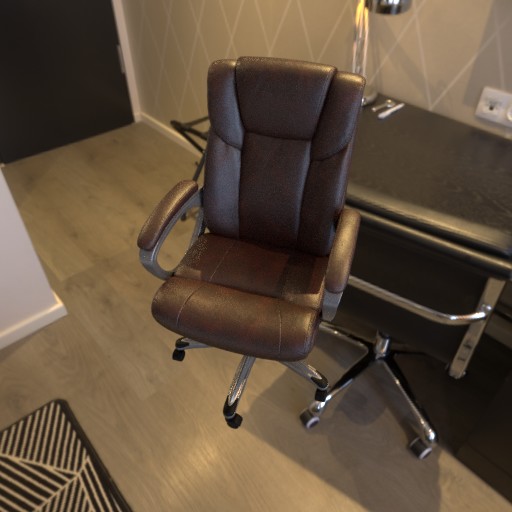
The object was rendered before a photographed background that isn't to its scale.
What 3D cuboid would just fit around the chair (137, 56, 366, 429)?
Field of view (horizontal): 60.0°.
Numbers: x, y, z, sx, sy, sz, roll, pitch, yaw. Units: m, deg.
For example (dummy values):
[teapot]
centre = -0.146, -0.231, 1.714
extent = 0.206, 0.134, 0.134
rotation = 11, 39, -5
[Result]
[chair]
centre = 0.000, 0.000, 1.531
extent = 0.656, 1.128, 0.692
rotation = 12, 43, 14
